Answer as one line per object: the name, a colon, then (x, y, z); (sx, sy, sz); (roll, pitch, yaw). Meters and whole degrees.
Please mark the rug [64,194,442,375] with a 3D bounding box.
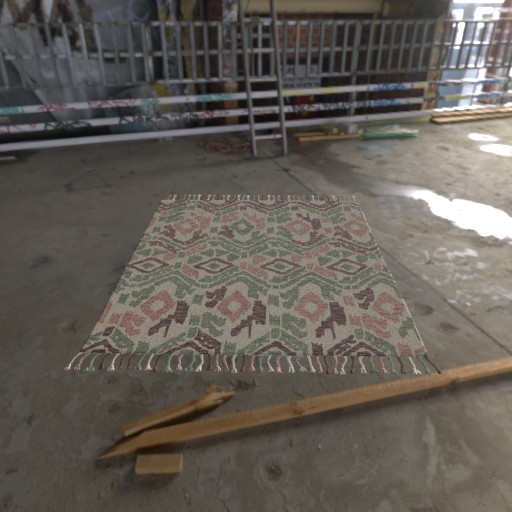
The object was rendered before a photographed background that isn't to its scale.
rug: (0.000, 0.000, 4.166); (2.438, 0.010, 3.048); (0, 30, 1)
